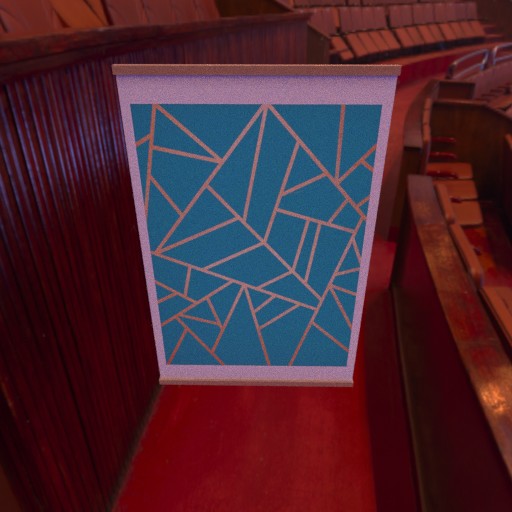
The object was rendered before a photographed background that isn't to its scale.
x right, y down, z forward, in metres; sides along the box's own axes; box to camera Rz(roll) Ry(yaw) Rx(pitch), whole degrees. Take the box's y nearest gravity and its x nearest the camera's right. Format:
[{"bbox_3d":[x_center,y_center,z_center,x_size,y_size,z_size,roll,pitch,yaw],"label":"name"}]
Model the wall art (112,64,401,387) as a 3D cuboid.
[{"bbox_3d":[0.000,0.000,1.908,0.990,1.519,0.030,0,30,1],"label":"wall art"}]
